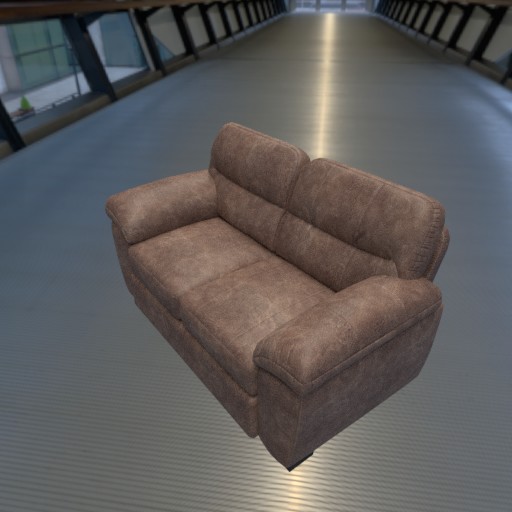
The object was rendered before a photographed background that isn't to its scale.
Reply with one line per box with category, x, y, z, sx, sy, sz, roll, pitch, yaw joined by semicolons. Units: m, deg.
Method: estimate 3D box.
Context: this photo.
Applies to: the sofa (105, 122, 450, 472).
sofa;0.000;0.000;2.337;0.991;0.991;1.753;-22;38;-31
